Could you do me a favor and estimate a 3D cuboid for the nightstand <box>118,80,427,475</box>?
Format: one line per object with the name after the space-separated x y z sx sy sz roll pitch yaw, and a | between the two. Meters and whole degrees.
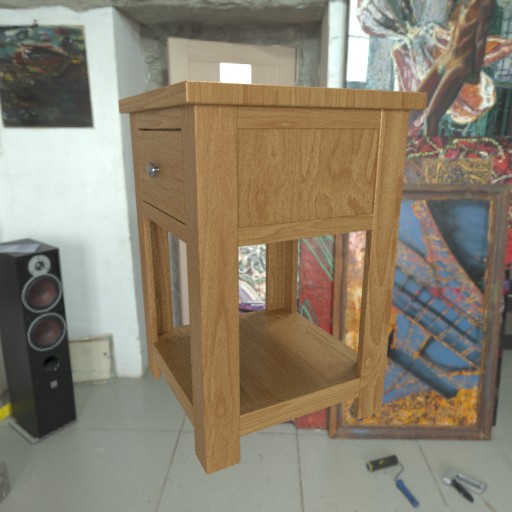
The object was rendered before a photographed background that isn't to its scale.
0.000 0.000 0.905 0.418 0.614 0.428 -8 18 -26 | nightstand
